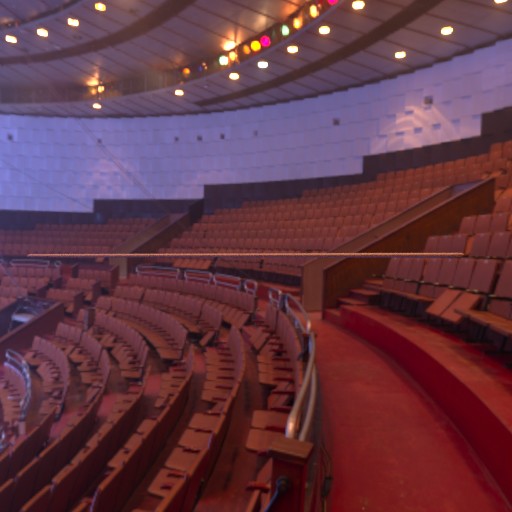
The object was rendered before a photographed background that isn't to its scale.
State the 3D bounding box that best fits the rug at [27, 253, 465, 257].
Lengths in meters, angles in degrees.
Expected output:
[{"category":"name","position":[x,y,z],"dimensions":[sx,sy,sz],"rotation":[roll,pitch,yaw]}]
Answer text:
[{"category":"rug","position":[0.000,0.000,2.101],"dimensions":[1.678,0.013,1.078],"rotation":[0,0,18]}]
